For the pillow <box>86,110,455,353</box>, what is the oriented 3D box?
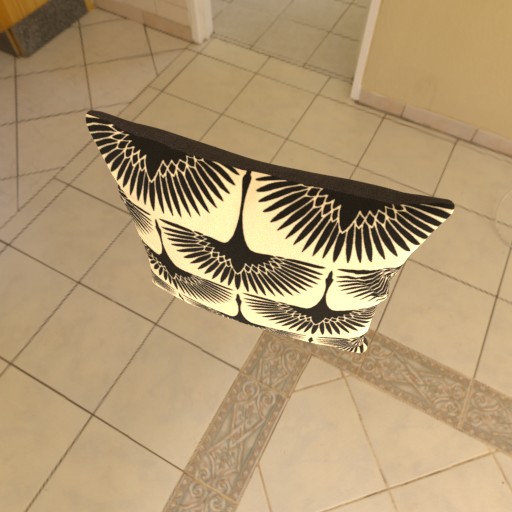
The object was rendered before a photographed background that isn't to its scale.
[{"bbox_3d":[0.000,0.000,0.671,0.432,0.432,0.139,16,60,9],"label":"pillow"}]
